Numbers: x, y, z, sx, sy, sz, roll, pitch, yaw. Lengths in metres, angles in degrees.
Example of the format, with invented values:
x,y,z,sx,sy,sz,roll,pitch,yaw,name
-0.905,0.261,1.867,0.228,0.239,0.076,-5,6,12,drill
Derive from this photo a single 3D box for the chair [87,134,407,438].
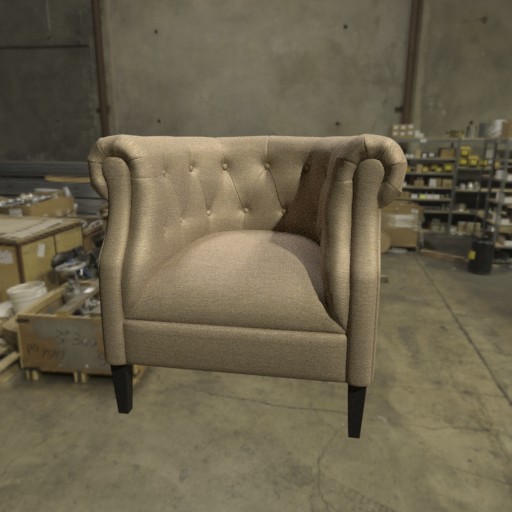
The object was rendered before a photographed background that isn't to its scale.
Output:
x,y,z,sx,sy,sz,roll,pitch,yaw,name
0.000,0.000,1.565,0.905,0.827,0.852,2,15,9,chair
